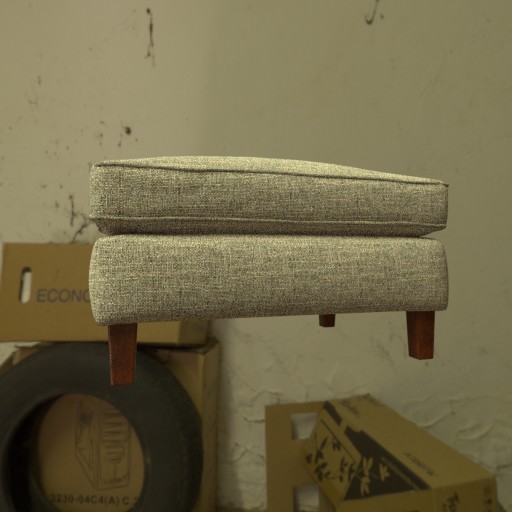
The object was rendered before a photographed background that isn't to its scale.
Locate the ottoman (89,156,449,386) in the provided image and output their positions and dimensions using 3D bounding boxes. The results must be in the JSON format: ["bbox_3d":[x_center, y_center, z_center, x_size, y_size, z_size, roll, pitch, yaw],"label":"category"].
[{"bbox_3d":[0.000,0.000,0.994,0.686,0.406,0.508,0,0,-17],"label":"ottoman"}]
